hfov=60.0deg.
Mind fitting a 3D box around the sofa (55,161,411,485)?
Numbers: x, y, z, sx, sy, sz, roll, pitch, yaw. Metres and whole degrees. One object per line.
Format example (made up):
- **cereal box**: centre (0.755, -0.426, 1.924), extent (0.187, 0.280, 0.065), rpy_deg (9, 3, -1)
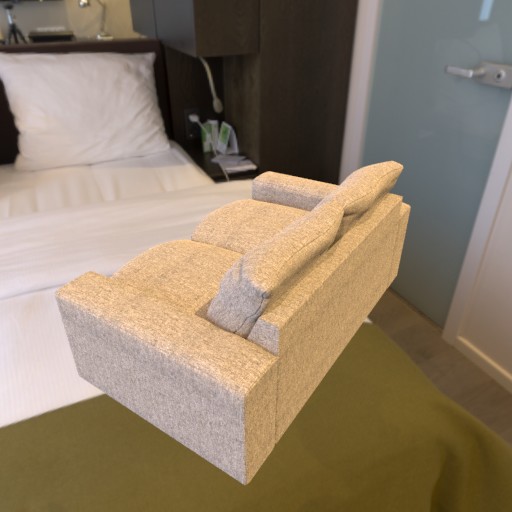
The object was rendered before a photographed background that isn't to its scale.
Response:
- **sofa**: centre (0.000, 0.000, 2.377), extent (1.094, 0.877, 1.758), rpy_deg (19, 37, 28)
